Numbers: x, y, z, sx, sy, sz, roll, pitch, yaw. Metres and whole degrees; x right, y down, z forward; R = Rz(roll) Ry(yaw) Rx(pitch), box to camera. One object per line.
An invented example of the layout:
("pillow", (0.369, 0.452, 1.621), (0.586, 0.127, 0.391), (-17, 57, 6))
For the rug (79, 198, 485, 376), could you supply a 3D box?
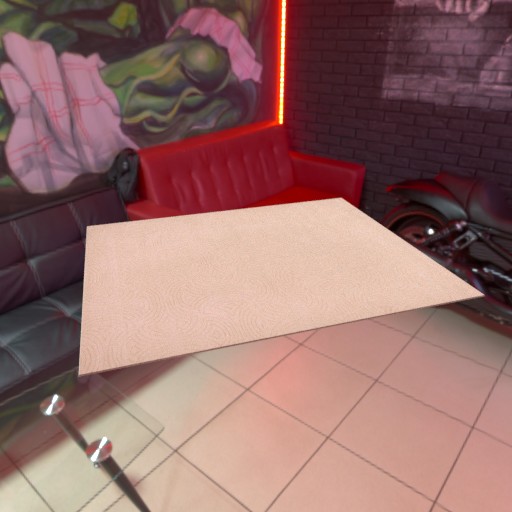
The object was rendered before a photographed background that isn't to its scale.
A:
("rug", (0.000, 0.000, 3.520), (2.584, 0.011, 2.073), (-8, 28, -16))
